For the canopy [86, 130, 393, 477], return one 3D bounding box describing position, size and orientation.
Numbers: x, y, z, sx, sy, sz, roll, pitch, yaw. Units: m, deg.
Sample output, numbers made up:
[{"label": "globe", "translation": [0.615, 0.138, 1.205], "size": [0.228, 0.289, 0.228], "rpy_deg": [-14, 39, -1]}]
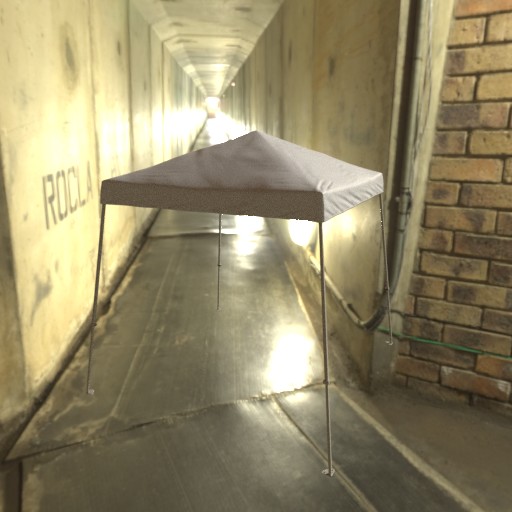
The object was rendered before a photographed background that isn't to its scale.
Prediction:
[{"label": "canopy", "translation": [0.000, 0.000, 6.599], "size": [3.599, 3.600, 3.600], "rpy_deg": [7, 16, 26]}]
